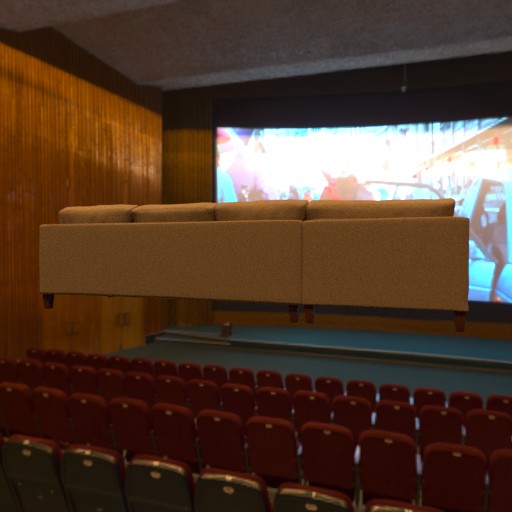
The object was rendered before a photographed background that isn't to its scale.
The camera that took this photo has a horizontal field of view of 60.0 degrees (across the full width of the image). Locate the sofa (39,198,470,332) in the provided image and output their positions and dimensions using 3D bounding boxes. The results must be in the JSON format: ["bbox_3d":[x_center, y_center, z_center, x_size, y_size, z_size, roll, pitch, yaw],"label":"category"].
[{"bbox_3d":[0.000,0.000,3.865,3.186,0.846,1.625,0,2,18],"label":"sofa"}]
